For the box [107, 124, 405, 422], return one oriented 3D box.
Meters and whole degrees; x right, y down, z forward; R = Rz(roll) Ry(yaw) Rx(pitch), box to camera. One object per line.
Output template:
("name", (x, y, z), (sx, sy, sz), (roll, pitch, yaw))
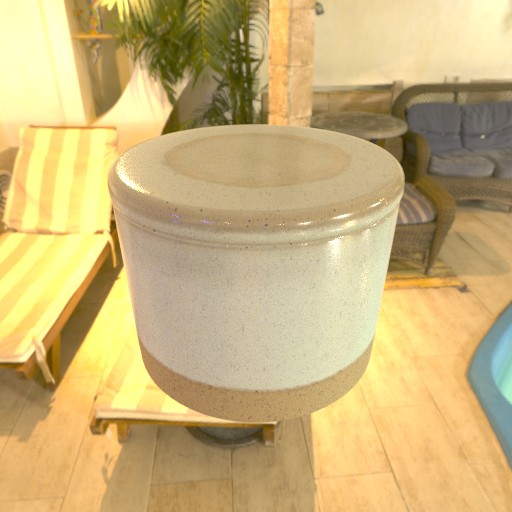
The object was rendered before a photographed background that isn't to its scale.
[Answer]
("box", (0.000, 0.000, 0.266), (0.154, 0.123, 0.154), (0, 29, 0))
